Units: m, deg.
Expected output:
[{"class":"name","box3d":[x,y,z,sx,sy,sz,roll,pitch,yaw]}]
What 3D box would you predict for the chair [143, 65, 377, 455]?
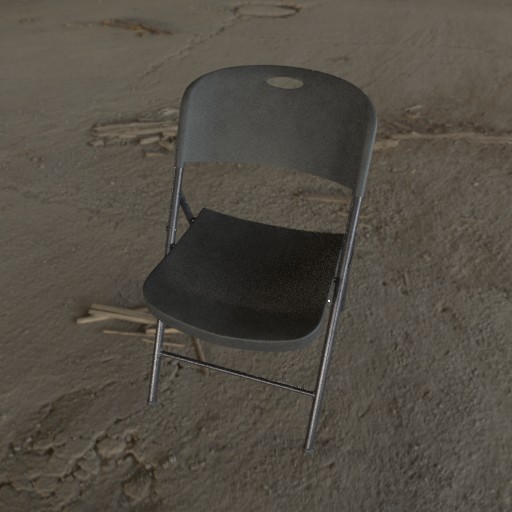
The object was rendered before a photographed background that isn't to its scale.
[{"class":"chair","box3d":[0.000,0.000,1.173,0.494,0.810,0.567,12,41,13]}]
